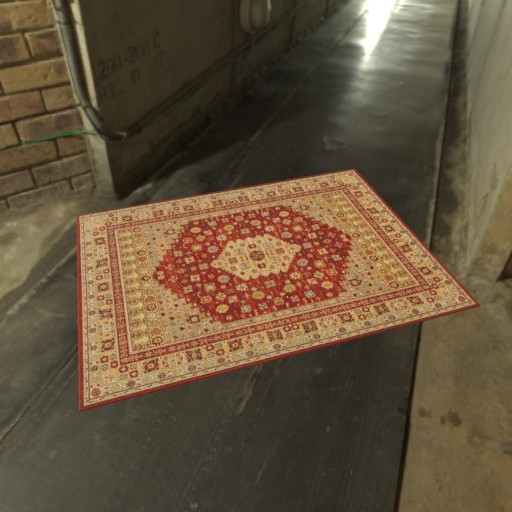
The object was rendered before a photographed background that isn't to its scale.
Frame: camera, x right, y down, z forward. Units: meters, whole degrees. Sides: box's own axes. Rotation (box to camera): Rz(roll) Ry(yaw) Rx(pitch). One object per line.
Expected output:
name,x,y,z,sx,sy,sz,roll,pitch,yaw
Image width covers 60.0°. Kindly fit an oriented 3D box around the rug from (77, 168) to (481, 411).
rug,0.000,0.000,2.873,2.211,0.013,1.593,-12,43,-13
